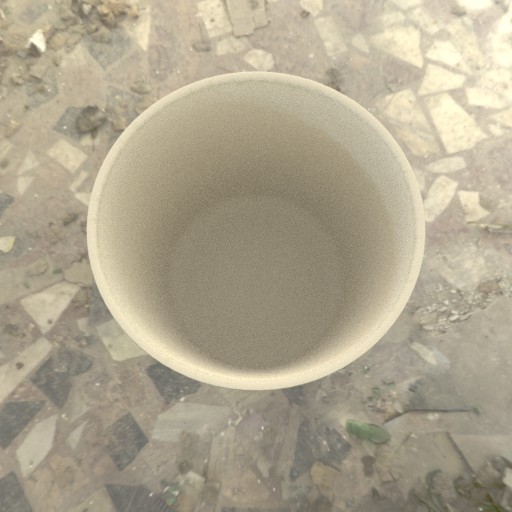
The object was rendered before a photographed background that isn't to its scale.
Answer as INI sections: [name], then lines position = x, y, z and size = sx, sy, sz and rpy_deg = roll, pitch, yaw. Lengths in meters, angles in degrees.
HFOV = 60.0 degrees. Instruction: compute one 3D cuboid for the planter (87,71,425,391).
[planter]
position = 0.000, 0.000, 0.768
size = 0.440, 0.398, 0.440
rpy_deg = 0, 74, 0
